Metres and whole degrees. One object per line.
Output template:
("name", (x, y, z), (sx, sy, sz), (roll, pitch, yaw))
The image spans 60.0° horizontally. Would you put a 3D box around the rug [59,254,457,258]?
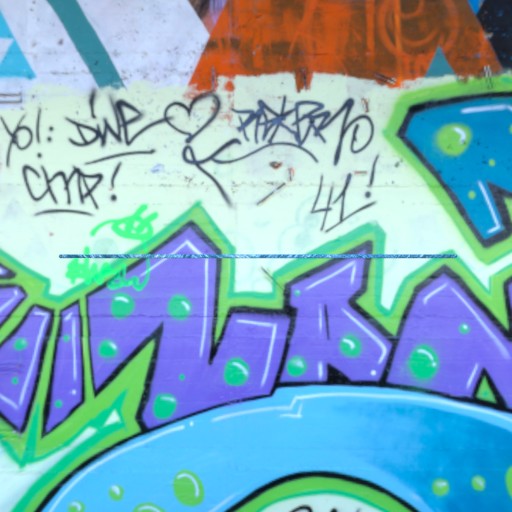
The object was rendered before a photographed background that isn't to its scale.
("rug", (0.000, 0.000, 2.790), (1.490, 0.015, 2.277), (0, 0, -1))
